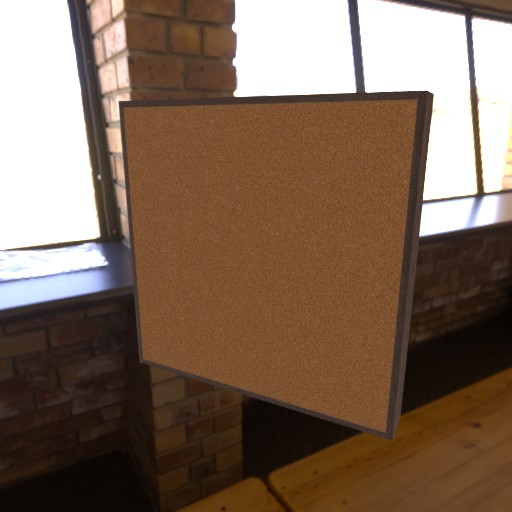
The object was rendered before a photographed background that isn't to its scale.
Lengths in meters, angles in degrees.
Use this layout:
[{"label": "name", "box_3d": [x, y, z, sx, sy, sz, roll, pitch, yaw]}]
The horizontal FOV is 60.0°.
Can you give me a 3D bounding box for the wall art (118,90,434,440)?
[{"label": "wall art", "box_3d": [0.000, 0.000, 0.448, 0.303, 0.302, 0.038, 8, 18, 27]}]
